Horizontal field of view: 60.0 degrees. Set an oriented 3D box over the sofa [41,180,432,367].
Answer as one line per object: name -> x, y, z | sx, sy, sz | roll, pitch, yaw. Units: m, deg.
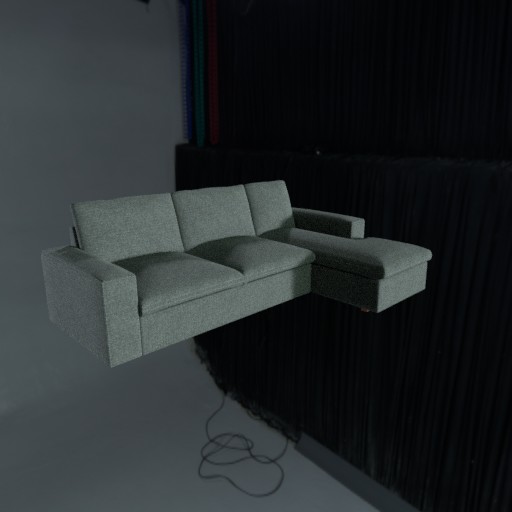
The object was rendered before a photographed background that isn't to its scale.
sofa -> 0.000, 0.000, 3.564 | 2.718, 0.940, 1.689 | -15, 21, -42
